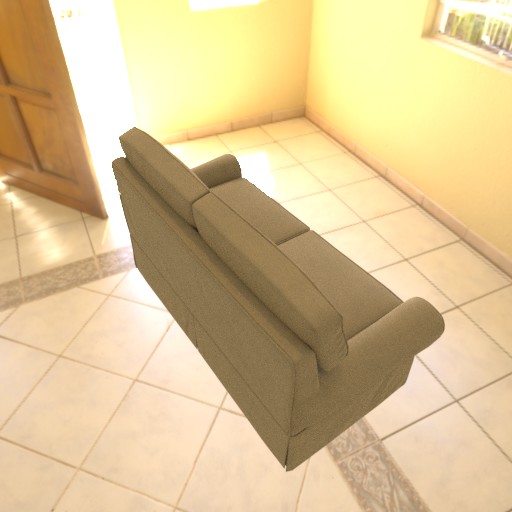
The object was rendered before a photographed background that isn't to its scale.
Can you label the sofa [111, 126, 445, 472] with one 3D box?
[{"bbox_3d":[0.000,0.000,2.364,0.841,1.024,1.823,-25,48,-25],"label":"sofa"}]
